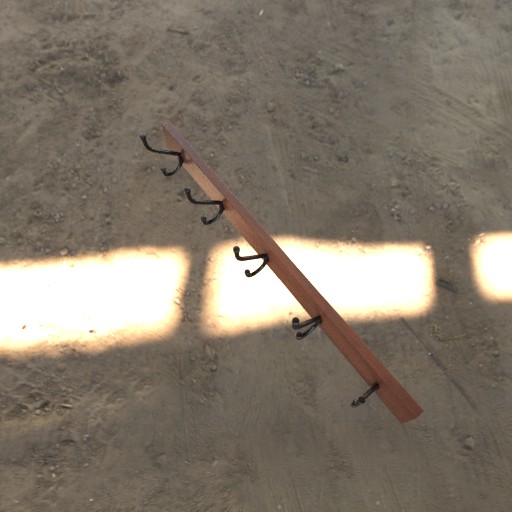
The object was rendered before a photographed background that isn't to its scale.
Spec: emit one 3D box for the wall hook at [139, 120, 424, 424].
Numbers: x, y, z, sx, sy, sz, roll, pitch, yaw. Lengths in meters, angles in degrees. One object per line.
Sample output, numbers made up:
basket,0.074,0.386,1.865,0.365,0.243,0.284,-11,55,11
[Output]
wall hook,0.000,0.000,0.621,0.071,0.117,0.571,-34,68,-16
